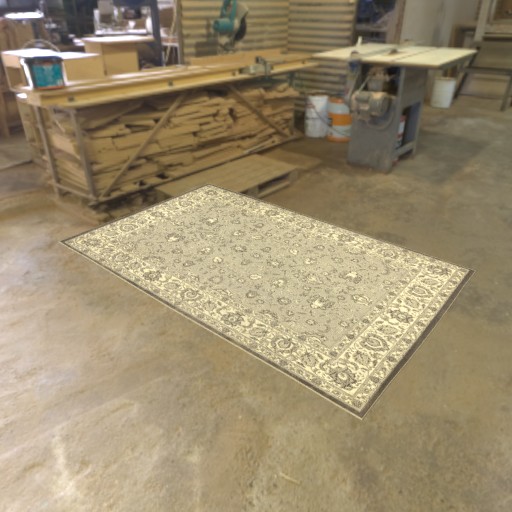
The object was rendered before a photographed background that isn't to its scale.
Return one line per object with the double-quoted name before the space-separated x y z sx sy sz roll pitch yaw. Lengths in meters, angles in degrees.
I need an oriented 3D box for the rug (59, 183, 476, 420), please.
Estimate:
"rug" 0.000 0.000 3.017 2.438 0.011 1.524 23 37 34
